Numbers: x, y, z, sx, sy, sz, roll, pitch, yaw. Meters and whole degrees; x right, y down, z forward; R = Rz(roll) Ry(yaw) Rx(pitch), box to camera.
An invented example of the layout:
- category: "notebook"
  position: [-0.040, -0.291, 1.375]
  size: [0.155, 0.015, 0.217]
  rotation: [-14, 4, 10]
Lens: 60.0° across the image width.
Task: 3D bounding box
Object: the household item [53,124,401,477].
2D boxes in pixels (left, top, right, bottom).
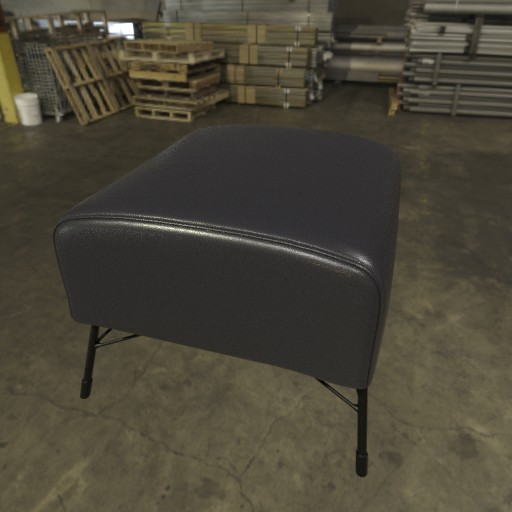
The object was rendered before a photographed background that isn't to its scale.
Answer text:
- category: "household item"
  position: [0.000, 0.000, 0.869]
  size: [0.530, 0.410, 0.530]
  rotation: [9, 32, 15]
